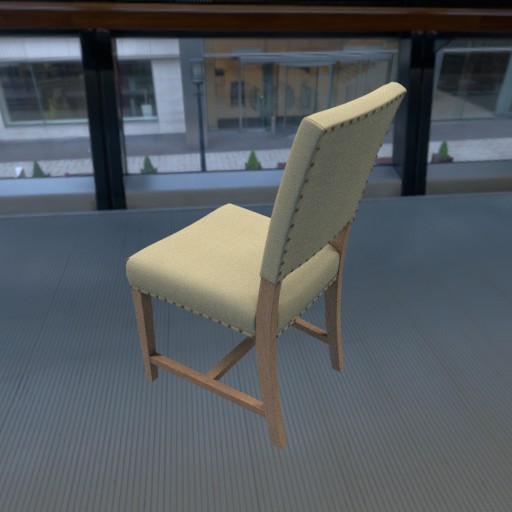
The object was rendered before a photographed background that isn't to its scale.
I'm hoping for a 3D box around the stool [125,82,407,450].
[{"bbox_3d":[0.000,0.000,1.337,0.623,0.986,0.508,21,37,30],"label":"stool"}]
